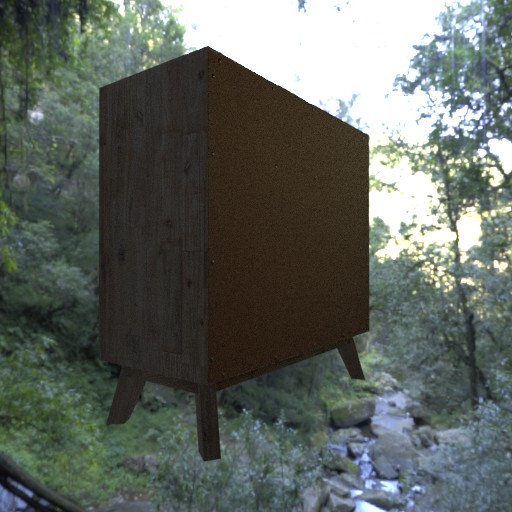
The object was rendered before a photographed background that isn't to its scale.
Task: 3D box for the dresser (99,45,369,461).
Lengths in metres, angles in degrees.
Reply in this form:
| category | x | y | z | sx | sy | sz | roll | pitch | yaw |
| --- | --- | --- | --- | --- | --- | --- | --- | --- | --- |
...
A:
| category | x | y | z | sx | sy | sz | roll | pitch | yaw |
| --- | --- | --- | --- | --- | --- | --- | --- | --- | --- |
| dresser | 0.000 | 0.000 | 1.619 | 0.455 | 1.029 | 0.998 | 0 | 0 | 37 |
